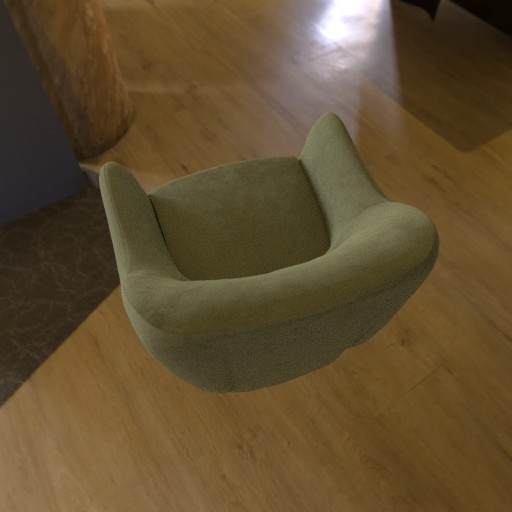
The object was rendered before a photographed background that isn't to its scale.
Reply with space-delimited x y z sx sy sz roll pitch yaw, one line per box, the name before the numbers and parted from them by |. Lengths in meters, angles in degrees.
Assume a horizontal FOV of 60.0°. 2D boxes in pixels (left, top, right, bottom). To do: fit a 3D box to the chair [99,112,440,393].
chair | 0.000 0.000 1.460 0.840 0.804 0.819 -16 59 -10
